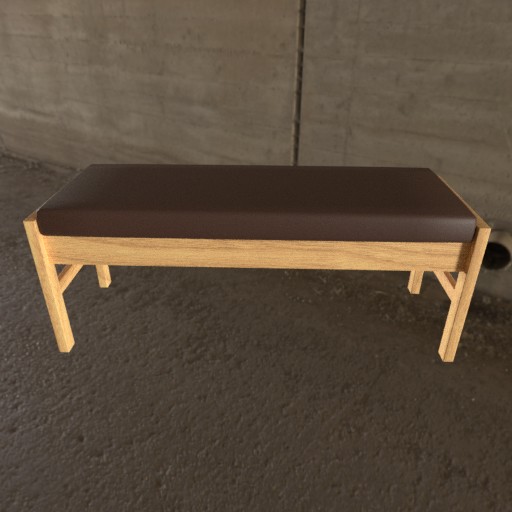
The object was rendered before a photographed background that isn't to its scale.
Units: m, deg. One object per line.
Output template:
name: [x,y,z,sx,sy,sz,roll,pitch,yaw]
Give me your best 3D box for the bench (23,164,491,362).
bench: [0.000,0.000,1.410,1.200,0.480,0.405,1,29,2]
